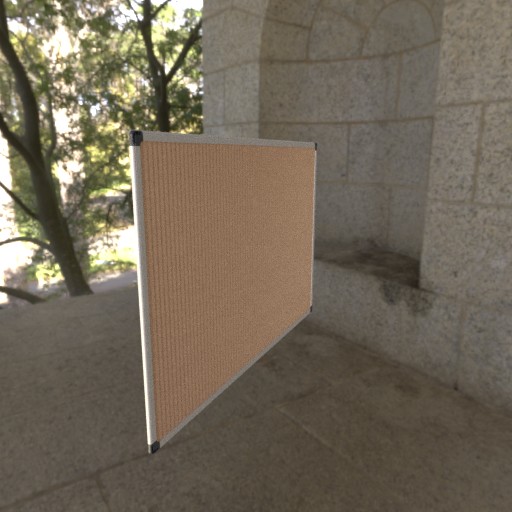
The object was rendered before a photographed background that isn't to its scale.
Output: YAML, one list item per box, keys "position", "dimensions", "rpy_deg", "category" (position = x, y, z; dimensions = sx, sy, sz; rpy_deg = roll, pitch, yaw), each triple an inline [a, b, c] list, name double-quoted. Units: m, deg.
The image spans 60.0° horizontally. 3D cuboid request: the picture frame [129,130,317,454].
- position: [0.000, 0.000, 1.170]
  dimensions: [0.010, 0.600, 0.900]
  rpy_deg: [6, 14, 26]
  category: "picture frame"
